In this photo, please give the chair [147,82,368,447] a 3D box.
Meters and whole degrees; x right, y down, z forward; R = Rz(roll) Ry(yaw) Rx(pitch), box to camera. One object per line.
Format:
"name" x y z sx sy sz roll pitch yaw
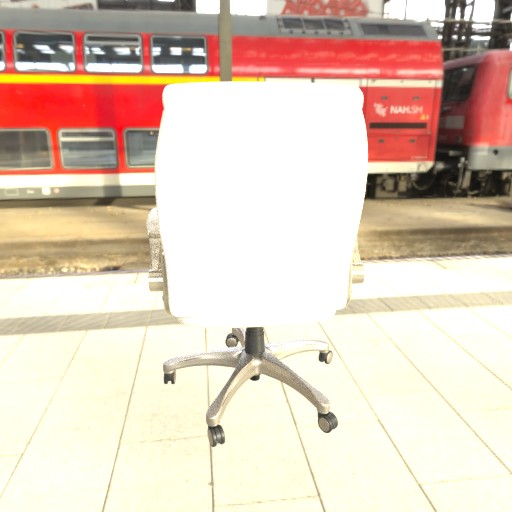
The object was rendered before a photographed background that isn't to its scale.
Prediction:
"chair" 0.000 0.000 1.590 0.740 1.110 0.794 -3 17 -9
